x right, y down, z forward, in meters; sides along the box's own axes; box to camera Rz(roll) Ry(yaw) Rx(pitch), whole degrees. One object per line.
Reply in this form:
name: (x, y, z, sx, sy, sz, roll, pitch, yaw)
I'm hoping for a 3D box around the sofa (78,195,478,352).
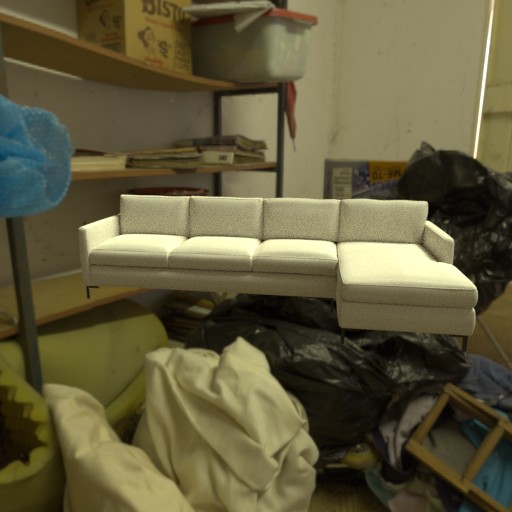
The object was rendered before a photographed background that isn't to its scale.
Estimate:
sofa: (0.000, 0.000, 2.922, 2.445, 0.677, 1.126, 2, 14, 9)
